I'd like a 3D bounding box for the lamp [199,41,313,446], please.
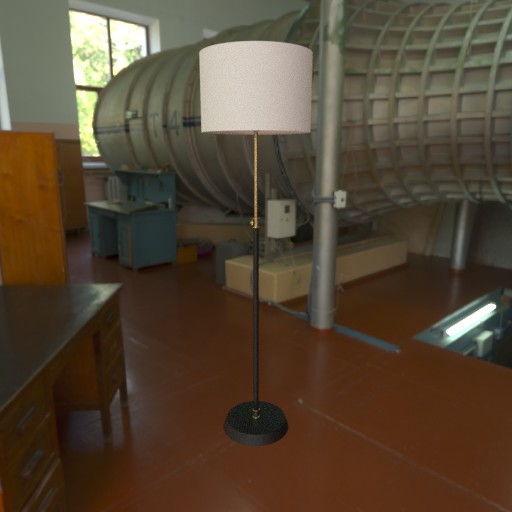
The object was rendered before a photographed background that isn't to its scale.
[{"bbox_3d":[0.000,0.000,1.761,0.404,1.517,0.404,-2,13,-9],"label":"lamp"}]
